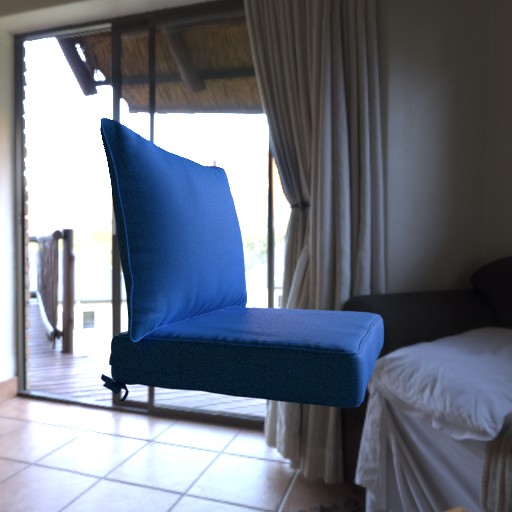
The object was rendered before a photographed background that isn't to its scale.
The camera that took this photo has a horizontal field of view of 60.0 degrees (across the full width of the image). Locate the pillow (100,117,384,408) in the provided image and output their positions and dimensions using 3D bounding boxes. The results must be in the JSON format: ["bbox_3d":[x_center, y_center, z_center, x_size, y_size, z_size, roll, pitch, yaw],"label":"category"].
[{"bbox_3d":[0.000,0.000,1.389,0.733,0.725,0.798,0,0,20],"label":"pillow"}]
